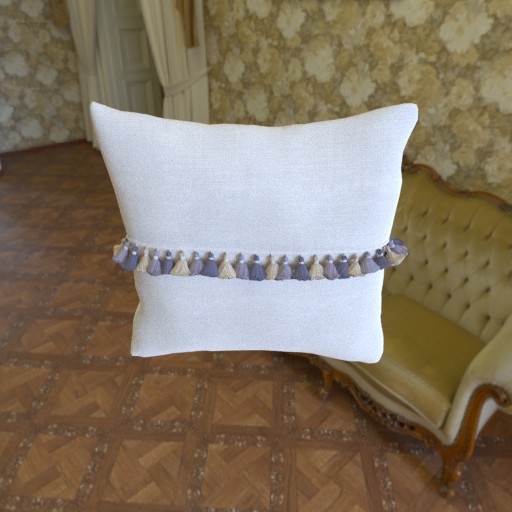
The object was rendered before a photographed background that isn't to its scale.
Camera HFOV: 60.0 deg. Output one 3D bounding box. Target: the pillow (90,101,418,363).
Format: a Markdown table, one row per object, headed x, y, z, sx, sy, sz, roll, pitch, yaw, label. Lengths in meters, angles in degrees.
| x | y | z | sx | sy | sz | roll | pitch | yaw | label |
| --- | --- | --- | --- | --- | --- | --- | --- | --- | --- |
| 0.000 | 0.000 | 0.731 | 0.489 | 0.481 | 0.165 | 1 | 30 | 1 | pillow |
